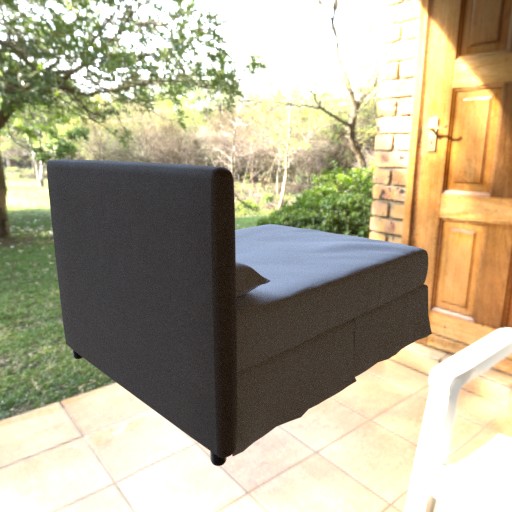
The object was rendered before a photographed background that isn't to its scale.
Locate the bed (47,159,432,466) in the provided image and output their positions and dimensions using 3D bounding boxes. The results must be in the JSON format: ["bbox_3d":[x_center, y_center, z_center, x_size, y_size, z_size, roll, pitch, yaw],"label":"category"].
[{"bbox_3d":[0.000,0.000,3.072,1.723,1.330,2.142,13,19,43],"label":"bed"}]
